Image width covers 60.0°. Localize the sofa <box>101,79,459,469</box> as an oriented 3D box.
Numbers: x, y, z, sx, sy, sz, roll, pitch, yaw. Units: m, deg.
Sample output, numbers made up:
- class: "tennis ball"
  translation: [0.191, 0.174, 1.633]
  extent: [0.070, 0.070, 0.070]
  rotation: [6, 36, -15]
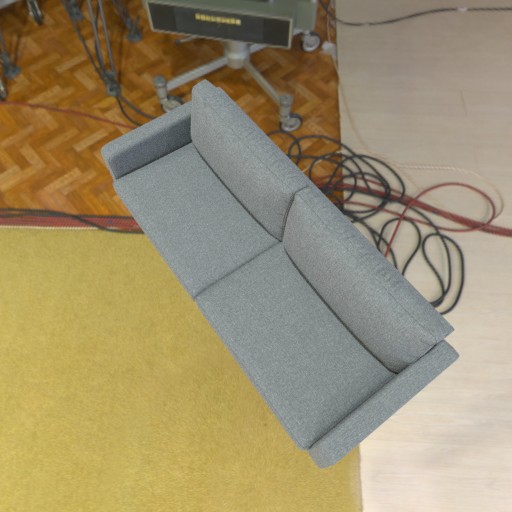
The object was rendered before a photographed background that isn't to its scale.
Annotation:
- class: "sofa"
  translation: [0.000, 0.000, 2.591]
  extent: [0.880, 0.880, 2.200]
  rotation: [-33, 68, -16]
